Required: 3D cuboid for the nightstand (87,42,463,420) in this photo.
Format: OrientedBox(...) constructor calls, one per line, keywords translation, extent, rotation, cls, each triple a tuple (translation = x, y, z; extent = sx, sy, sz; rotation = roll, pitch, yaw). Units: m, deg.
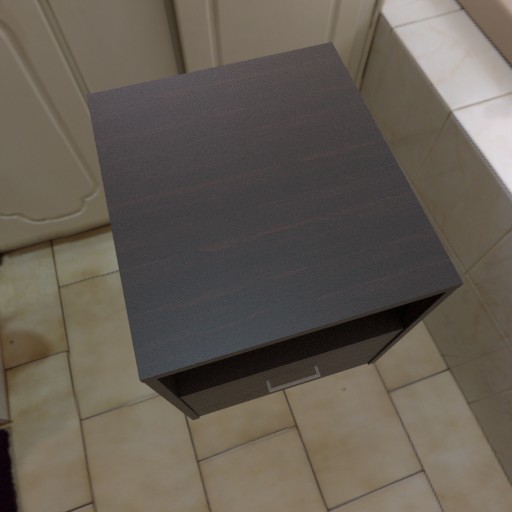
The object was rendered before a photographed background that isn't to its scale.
OrientedBox(translation=(0.000, 0.000, 0.812), extent=(0.400, 0.460, 0.461), rotation=(-15, 65, -7), cls="nightstand")
